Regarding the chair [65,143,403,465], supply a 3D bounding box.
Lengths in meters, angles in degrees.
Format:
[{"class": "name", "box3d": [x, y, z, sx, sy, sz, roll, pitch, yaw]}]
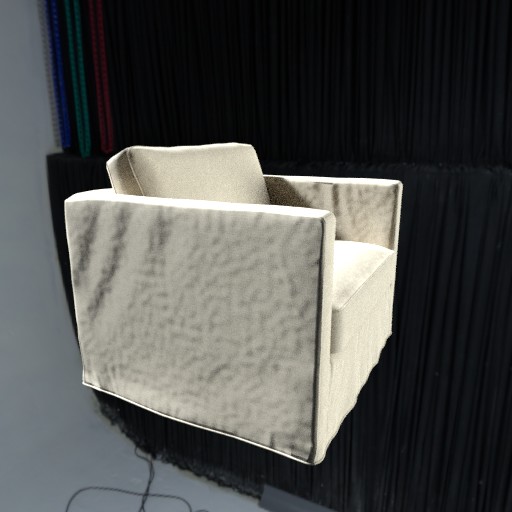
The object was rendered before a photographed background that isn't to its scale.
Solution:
[{"class": "chair", "box3d": [0.000, 0.000, 1.765, 0.949, 0.867, 1.057, 8, 17, 27]}]
